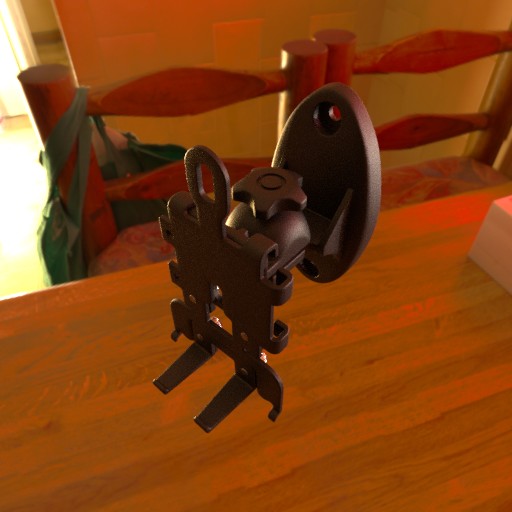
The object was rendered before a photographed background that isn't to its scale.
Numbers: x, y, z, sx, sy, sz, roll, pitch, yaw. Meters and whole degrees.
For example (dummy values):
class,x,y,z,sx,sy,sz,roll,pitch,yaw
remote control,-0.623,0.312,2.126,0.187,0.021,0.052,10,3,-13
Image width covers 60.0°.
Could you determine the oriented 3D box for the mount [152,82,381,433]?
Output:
class,x,y,z,sx,sy,sz,roll,pitch,yaw
mount,0.000,0.000,0.177,0.066,0.118,0.100,31,52,28
